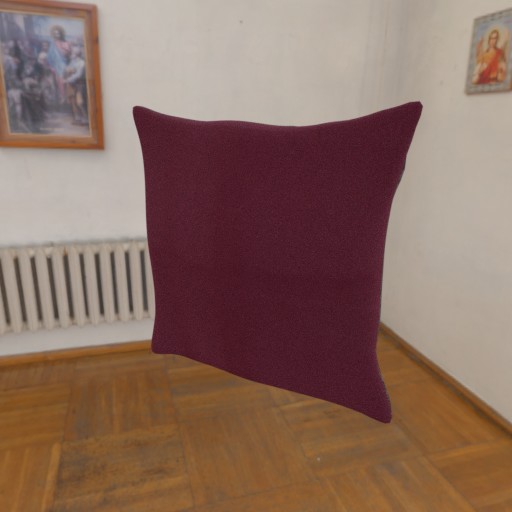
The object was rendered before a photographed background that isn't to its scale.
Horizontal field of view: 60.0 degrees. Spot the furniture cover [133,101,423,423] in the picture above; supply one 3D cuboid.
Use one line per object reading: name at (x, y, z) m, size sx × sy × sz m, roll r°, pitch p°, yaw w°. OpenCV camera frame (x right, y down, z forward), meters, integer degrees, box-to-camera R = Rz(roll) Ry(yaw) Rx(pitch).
furniture cover at (0.000, 0.000, 0.785) m, size 0.514 × 0.513 × 0.163 m, roll 9°, pitch 19°, yaw 27°
